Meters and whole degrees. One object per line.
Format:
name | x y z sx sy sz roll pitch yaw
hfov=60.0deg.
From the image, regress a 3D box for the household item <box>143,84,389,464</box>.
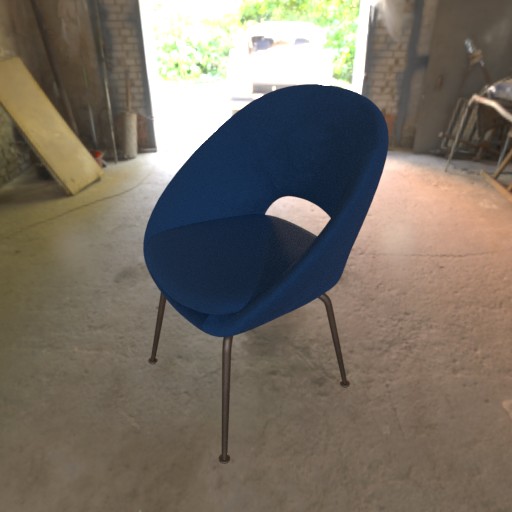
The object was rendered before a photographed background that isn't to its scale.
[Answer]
household item | 0.000 0.000 1.250 0.573 0.852 0.623 -20 36 -30
